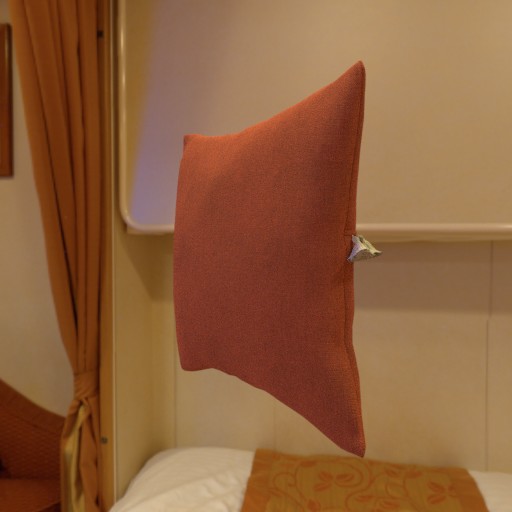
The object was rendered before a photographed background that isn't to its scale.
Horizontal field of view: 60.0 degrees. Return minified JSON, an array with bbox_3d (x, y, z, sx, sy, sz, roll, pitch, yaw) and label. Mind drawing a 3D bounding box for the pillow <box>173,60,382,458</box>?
[{"bbox_3d":[0.000,0.000,0.736,0.165,0.482,0.490,-1,2,-36],"label":"pillow"}]
